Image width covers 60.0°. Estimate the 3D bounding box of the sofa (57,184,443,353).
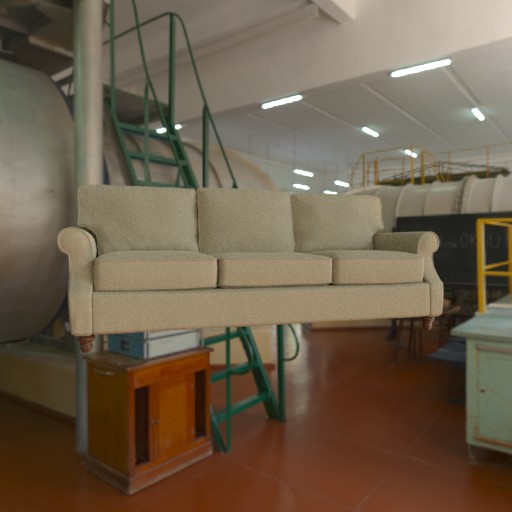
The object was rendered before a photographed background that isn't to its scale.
[{"bbox_3d":[0.000,0.000,2.917,2.354,0.948,0.966,0,1,-17],"label":"sofa"}]
